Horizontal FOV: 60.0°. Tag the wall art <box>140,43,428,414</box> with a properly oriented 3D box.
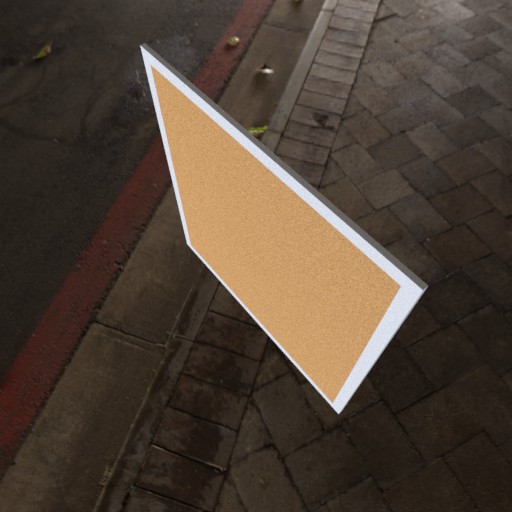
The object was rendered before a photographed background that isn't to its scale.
[{"bbox_3d":[0.000,0.000,1.185,0.013,0.813,0.812,-35,64,-20],"label":"wall art"}]
